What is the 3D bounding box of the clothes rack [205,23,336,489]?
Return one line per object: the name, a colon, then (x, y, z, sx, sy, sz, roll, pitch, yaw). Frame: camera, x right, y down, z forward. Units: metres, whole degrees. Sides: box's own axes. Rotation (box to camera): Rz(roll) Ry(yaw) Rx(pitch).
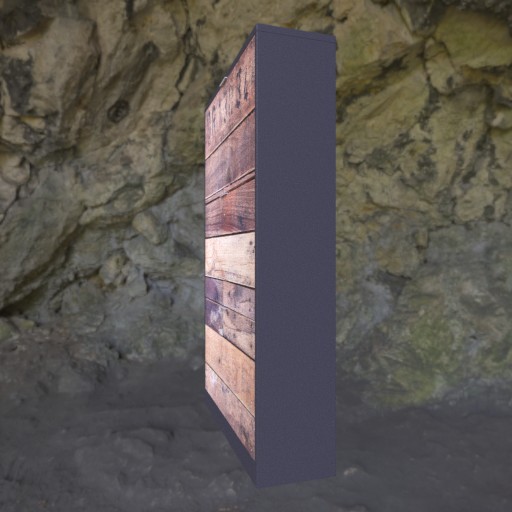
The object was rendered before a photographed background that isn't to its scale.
clothes rack: (0.000, 0.000, 1.609, 0.250, 1.280, 0.750, 0, 0, -18)
